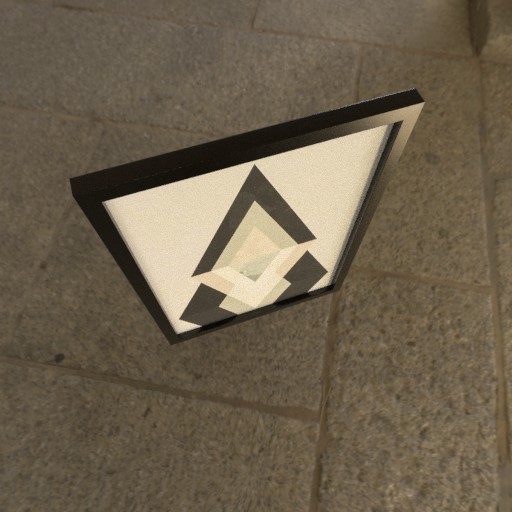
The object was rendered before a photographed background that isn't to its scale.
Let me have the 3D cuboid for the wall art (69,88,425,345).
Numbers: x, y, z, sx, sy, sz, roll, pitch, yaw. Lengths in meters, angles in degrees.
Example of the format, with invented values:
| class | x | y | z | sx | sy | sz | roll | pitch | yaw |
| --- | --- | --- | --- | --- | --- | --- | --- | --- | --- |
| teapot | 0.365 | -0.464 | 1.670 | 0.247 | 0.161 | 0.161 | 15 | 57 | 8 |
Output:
| class | x | y | z | sx | sy | sz | roll | pitch | yaw |
| --- | --- | --- | --- | --- | --- | --- | --- | --- | --- |
| wall art | 0.000 | 0.000 | 0.583 | 0.314 | 0.455 | 0.019 | -17 | 65 | -8 |
